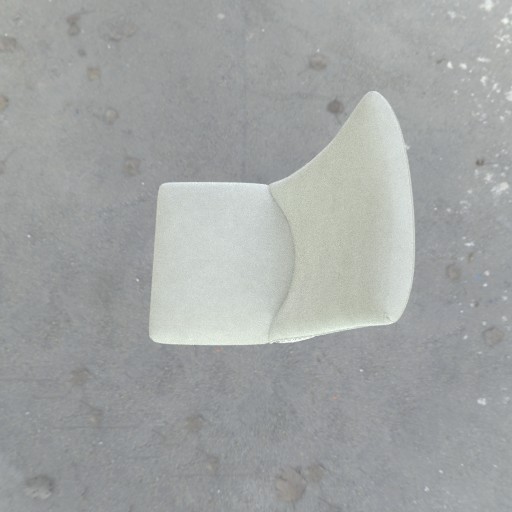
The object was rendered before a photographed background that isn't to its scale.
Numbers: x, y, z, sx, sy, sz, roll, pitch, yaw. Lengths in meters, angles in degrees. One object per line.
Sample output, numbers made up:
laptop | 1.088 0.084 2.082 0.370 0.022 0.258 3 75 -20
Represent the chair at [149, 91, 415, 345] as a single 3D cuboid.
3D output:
chair | 0.000 0.000 1.272 0.610 0.902 0.495 0 75 0
